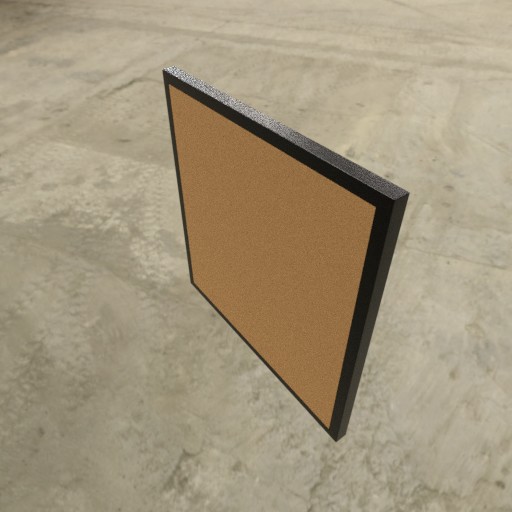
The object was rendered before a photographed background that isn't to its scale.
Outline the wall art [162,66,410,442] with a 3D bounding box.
[{"bbox_3d":[0.000,0.000,1.159,0.038,0.761,0.755,-26,47,-27],"label":"wall art"}]
